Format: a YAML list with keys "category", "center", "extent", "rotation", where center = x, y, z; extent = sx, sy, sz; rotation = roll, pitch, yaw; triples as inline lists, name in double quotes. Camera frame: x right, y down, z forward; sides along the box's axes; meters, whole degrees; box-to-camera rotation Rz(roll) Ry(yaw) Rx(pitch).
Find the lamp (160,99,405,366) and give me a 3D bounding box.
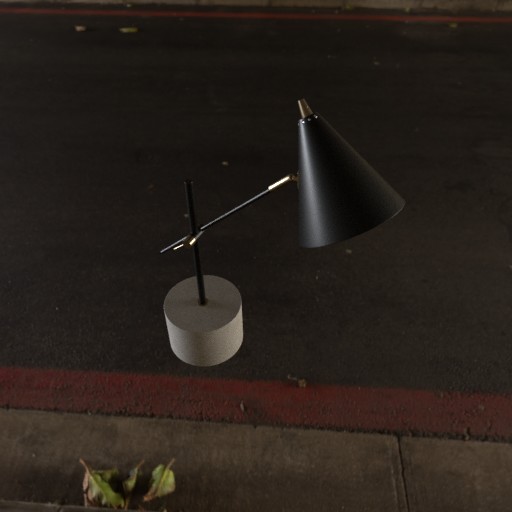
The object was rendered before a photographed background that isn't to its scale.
- category: "lamp"
  center: [0.000, 0.000, 0.734]
  extent: [0.403, 0.518, 0.214]
  rotation: [26, 48, 26]
